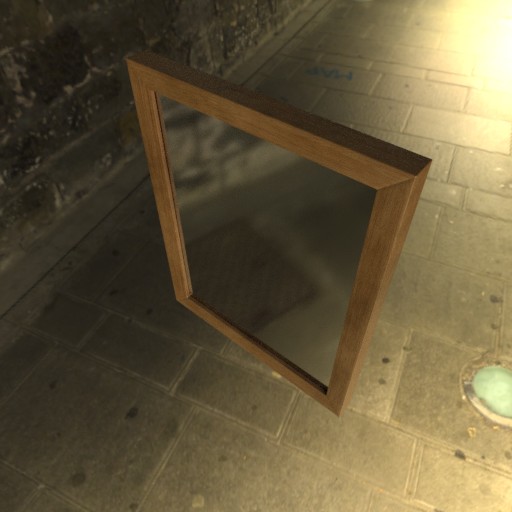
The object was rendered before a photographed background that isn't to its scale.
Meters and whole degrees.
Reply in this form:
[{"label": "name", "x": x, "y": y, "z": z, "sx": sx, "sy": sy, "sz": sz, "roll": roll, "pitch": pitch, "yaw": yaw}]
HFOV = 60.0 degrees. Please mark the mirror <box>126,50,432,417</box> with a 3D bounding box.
[{"label": "mirror", "x": 0.000, "y": 0.000, "z": 0.681, "sx": 0.405, "sy": 0.508, "sz": 0.041, "roll": 31, "pitch": 54, "yaw": 26}]
